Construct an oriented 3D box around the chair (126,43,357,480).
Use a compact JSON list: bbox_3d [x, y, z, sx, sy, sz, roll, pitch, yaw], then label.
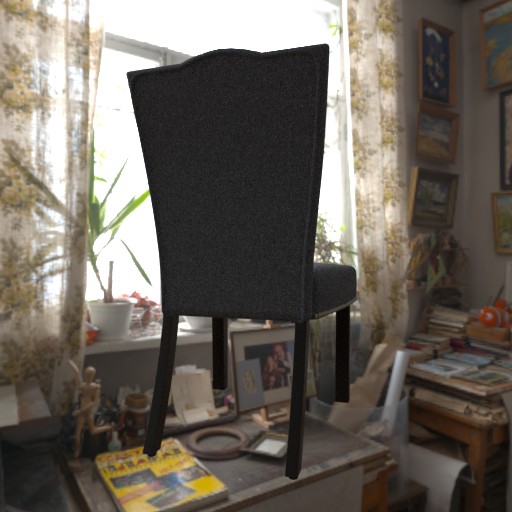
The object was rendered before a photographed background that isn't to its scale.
[{"bbox_3d":[0.000,0.000,1.260,0.518,0.946,0.589,0,1,18],"label":"chair"}]
